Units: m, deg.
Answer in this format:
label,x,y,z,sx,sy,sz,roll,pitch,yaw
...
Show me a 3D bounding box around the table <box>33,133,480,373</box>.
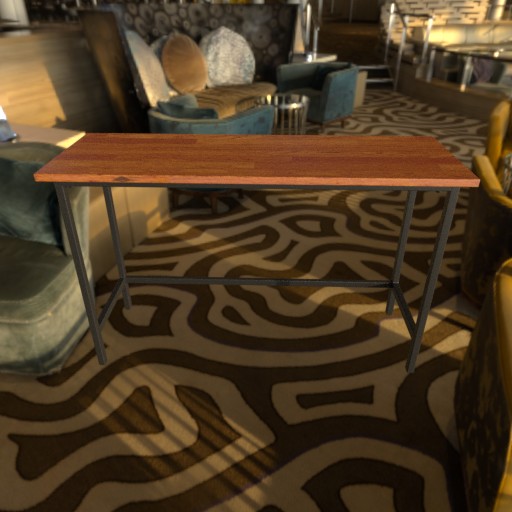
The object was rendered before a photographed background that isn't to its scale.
label,x,y,z,sx,sy,sz,roll,pitch,yaw
table,0.000,0.000,1.556,1.204,0.740,0.408,1,31,2
